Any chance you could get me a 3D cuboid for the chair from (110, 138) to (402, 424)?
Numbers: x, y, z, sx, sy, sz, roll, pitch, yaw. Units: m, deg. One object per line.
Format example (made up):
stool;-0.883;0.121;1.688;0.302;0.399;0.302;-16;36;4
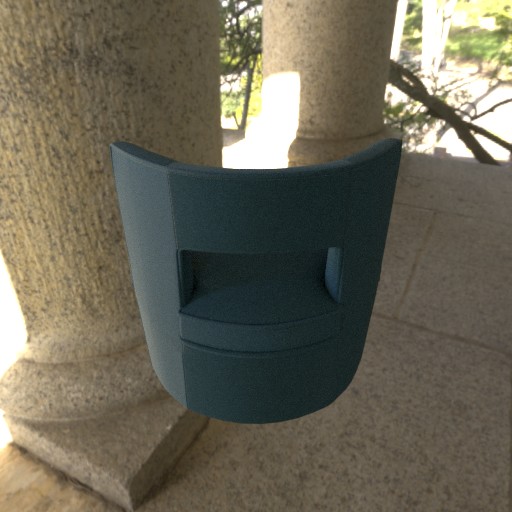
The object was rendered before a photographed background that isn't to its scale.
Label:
chair;0.000;0.000;1.228;0.684;0.711;0.660;-1;31;-2
